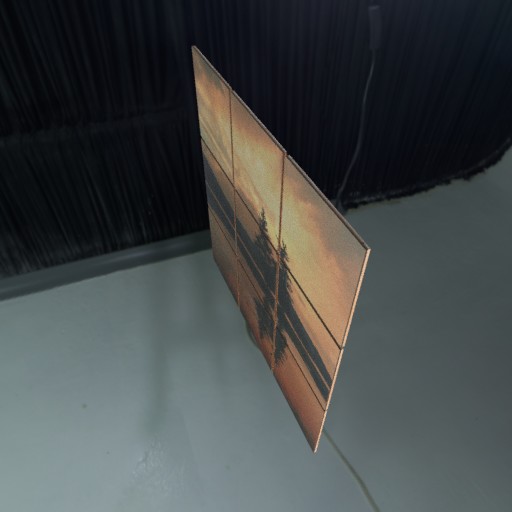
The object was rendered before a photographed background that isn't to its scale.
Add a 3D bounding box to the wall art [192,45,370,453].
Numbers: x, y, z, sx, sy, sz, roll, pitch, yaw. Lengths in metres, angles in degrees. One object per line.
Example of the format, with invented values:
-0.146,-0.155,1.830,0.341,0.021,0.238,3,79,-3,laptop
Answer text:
0.000,0.000,1.794,0.013,1.218,1.216,-18,49,-16,wall art
